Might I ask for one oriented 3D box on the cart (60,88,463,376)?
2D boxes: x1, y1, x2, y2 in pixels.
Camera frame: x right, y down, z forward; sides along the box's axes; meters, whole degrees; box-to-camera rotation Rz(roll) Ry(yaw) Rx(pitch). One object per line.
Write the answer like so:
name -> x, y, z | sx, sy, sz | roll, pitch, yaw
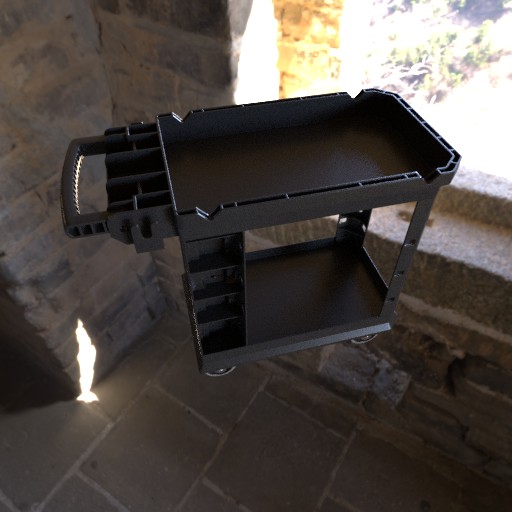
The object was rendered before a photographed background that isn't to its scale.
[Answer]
cart -> 0.000, 0.000, 1.552 | 1.061, 0.884, 0.497 | -10, 47, -10
